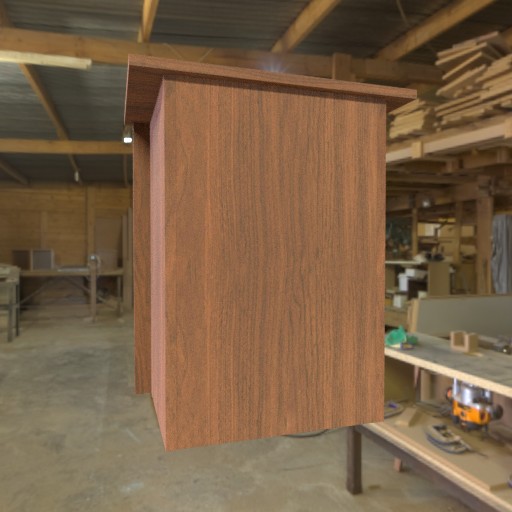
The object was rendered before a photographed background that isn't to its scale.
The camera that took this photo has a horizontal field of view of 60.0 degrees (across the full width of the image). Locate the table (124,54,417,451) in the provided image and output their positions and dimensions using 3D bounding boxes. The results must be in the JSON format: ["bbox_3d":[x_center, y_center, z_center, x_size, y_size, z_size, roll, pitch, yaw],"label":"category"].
[{"bbox_3d":[0.000,0.000,1.055,0.589,0.711,0.406,0,1,-18],"label":"table"}]
